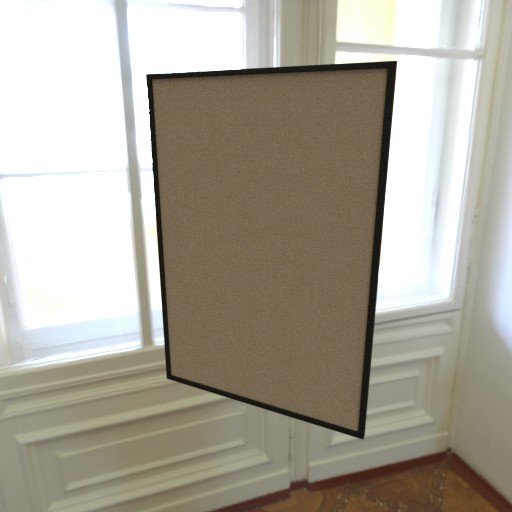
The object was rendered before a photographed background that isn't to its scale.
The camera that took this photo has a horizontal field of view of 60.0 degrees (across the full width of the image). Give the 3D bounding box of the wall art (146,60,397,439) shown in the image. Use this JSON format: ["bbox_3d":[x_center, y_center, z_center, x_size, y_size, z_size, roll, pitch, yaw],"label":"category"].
[{"bbox_3d":[0.000,0.000,0.844,0.460,0.660,0.013,8,19,25],"label":"wall art"}]
